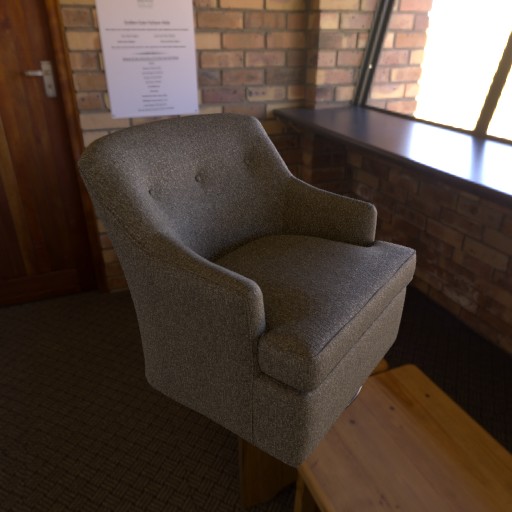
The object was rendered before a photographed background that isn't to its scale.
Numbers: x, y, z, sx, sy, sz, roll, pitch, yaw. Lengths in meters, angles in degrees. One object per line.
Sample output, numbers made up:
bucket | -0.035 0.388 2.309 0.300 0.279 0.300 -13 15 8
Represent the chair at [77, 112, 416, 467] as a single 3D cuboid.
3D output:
chair | 0.000 0.000 1.572 0.923 0.856 0.864 18 32 32
